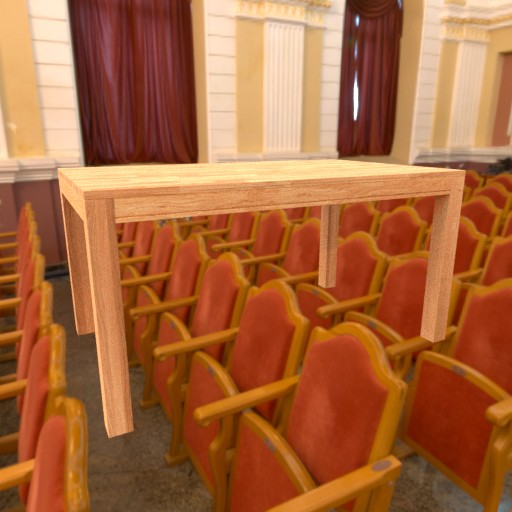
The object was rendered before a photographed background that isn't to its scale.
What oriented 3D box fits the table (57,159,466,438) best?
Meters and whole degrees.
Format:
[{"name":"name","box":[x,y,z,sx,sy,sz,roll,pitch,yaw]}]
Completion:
[{"name":"table","box":[0.000,0.000,1.999,1.500,0.770,0.900,-8,17,-26]}]
